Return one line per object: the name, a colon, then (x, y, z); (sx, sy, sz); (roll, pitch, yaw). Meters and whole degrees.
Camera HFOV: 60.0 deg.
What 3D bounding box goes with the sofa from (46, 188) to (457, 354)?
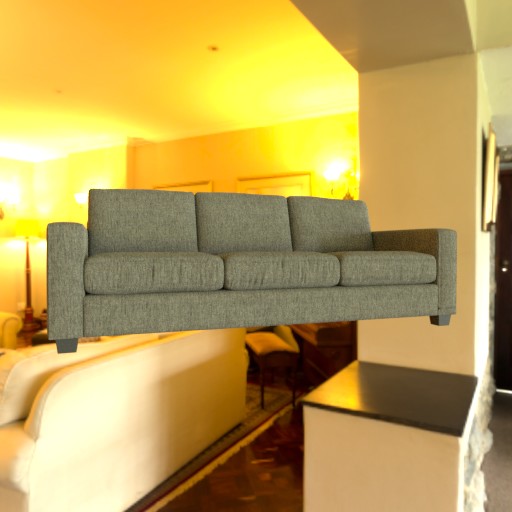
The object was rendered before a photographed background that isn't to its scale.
sofa: (0.000, 0.000, 2.607); (2.160, 0.800, 0.900); (0, 1, -19)
